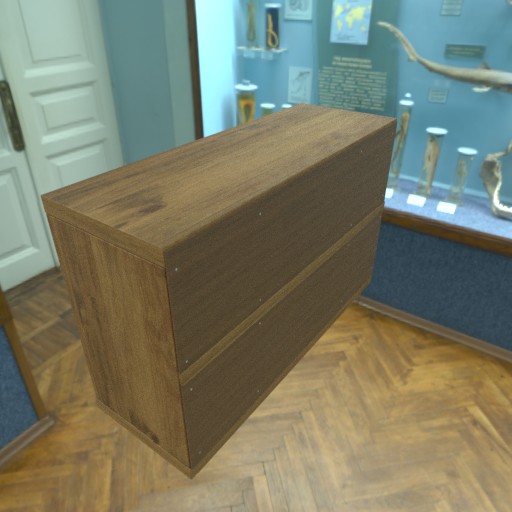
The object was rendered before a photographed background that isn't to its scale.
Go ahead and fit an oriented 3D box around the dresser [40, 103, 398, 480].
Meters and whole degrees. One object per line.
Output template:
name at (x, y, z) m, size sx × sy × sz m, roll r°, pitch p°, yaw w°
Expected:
dresser at (0.000, 0.000, 1.654) m, size 0.479 × 0.825 × 1.261 m, roll 21°, pitch 37°, yaw 30°
